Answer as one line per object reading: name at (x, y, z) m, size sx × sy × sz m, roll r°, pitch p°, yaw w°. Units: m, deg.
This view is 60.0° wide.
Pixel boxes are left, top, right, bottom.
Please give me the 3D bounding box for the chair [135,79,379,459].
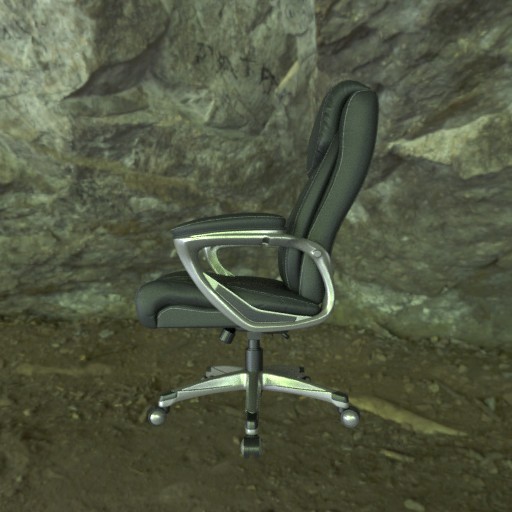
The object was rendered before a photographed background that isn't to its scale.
chair at (0.000, 0.000, 1.625) m, size 0.784 × 1.167 × 0.741 m, roll 0°, pitch 1°, yaw 1°
